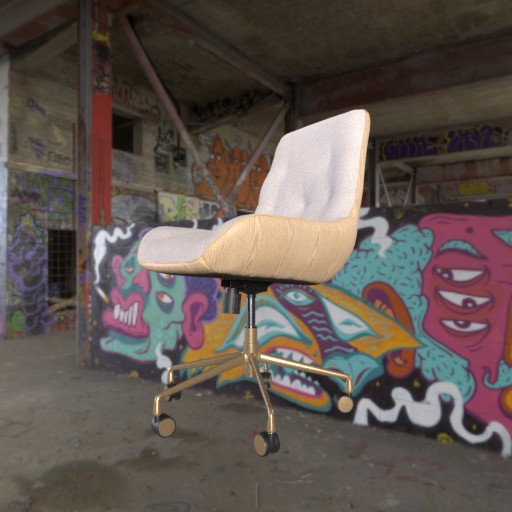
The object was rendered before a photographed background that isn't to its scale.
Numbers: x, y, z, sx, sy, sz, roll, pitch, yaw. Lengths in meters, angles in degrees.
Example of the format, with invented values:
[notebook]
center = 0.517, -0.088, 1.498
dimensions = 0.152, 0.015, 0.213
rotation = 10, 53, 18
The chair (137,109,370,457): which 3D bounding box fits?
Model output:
[chair]
center = 0.000, 0.000, 1.359
dimensions = 0.668, 0.952, 0.564
rotation = 1, -1, -37
